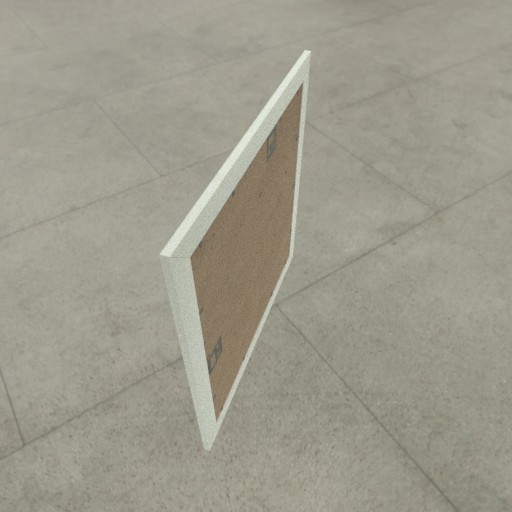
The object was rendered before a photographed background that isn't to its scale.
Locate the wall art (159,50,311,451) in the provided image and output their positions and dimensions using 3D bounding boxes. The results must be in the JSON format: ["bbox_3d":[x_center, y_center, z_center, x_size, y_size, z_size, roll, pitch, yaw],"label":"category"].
[{"bbox_3d":[0.000,0.000,0.891,0.013,0.584,0.584,15,49,14],"label":"wall art"}]
